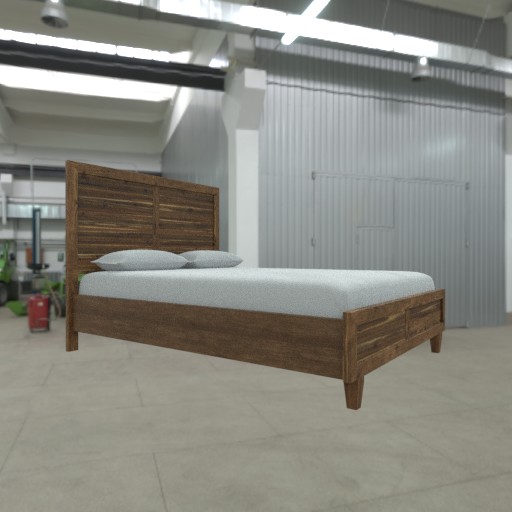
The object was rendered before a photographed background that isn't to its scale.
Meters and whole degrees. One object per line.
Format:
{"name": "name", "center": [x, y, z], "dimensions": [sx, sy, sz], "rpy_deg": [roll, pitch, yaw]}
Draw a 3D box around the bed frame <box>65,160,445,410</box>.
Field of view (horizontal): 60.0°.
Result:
{"name": "bed frame", "center": [0.000, 0.000, 3.310], "dimensions": [2.276, 1.417, 1.696], "rpy_deg": [0, 0, 36]}
